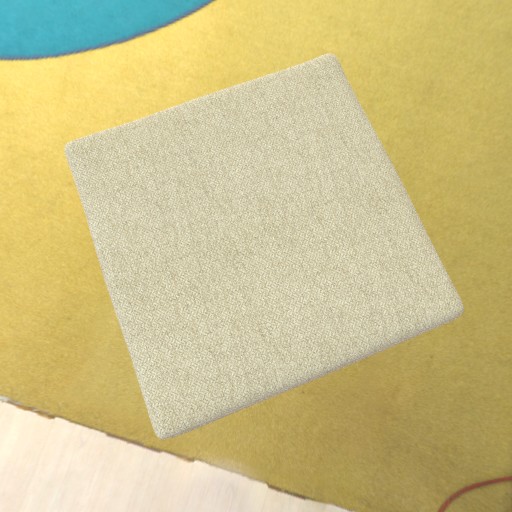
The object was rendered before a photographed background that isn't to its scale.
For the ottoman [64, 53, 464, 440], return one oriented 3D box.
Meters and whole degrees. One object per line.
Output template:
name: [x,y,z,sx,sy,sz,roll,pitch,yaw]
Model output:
ottoman: [0.000,0.000,0.888,0.508,0.432,0.508,-21,77,-5]
